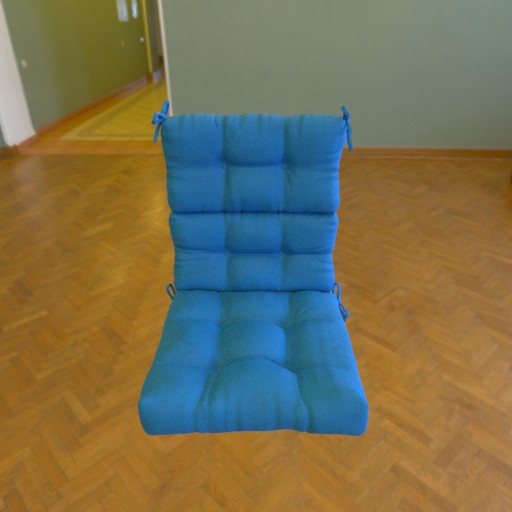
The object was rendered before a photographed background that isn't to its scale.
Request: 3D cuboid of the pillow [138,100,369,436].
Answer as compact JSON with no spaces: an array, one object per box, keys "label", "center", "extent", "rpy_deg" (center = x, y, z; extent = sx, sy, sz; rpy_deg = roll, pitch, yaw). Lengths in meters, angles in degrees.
[{"label":"pillow","center":[0.000,0.000,1.028],"extent":[0.519,0.605,0.571],"rpy_deg":[0,29,0]}]
